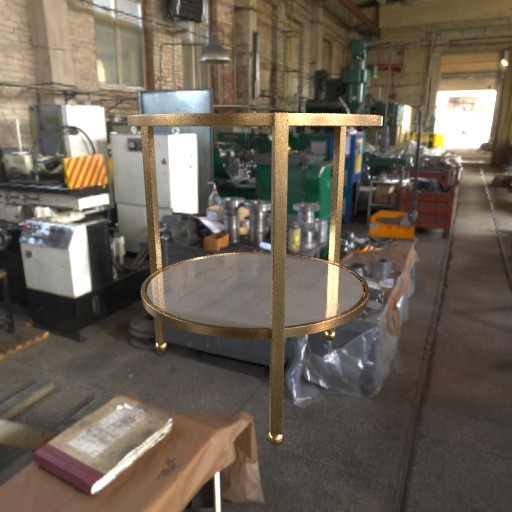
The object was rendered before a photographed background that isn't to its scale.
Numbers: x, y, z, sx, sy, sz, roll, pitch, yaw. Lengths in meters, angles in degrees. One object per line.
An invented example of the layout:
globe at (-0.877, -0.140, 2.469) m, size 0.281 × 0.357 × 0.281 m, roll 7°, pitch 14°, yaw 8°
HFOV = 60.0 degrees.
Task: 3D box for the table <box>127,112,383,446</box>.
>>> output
table at (0.000, 0.000, 0.449) m, size 0.231 × 0.269 × 0.243 m, roll -2°, pitch 16°, yaw -8°
